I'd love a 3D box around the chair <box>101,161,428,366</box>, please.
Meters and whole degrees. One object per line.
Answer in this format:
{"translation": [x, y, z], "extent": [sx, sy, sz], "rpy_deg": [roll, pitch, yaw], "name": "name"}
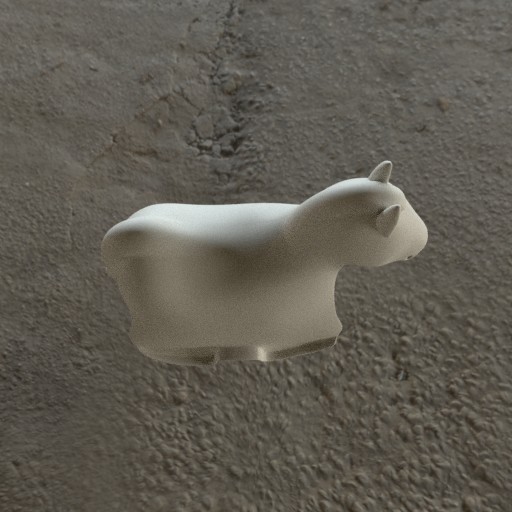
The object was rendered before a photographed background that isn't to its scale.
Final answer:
{"translation": [0.000, 0.000, 1.131], "extent": [0.800, 0.612, 0.429], "rpy_deg": [-2, 64, -1], "name": "chair"}
